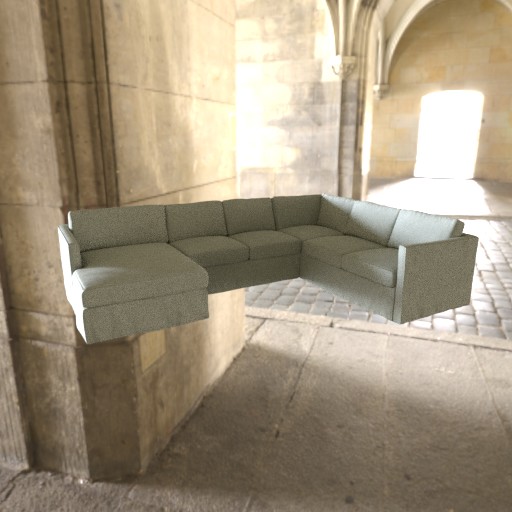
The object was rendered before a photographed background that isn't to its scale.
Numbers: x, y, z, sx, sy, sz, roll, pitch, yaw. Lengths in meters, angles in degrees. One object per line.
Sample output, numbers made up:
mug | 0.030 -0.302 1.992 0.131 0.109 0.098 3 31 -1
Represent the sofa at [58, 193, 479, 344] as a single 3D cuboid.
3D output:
sofa | 0.000 0.000 4.416 3.434 0.869 2.440 -8 17 -27
